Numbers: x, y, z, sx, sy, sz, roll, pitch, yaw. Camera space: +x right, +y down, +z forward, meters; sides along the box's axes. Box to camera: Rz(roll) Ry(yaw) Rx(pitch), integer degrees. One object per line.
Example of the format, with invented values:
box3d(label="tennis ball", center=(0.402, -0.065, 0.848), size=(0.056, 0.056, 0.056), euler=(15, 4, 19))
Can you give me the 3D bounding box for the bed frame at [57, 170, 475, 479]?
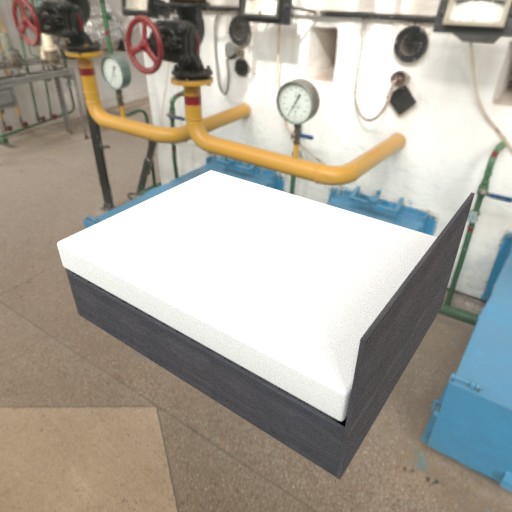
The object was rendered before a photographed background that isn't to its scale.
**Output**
box3d(label="bed frame", center=(0.000, 0.000, 2.602), size=(1.900, 0.800, 1.400), euler=(22, 39, 30))
